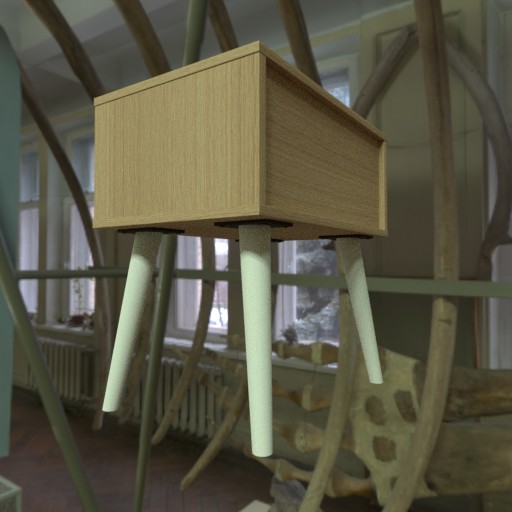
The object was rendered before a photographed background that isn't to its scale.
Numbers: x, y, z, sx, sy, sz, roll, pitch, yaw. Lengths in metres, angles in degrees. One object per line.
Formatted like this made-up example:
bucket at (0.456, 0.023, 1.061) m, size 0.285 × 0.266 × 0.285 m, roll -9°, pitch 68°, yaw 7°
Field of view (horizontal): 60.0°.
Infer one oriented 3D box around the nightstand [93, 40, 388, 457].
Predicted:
nightstand at (0.000, 0.000, 0.987) m, size 0.407 × 0.610 × 0.571 m, roll -1°, pitch -2°, yaw 35°
